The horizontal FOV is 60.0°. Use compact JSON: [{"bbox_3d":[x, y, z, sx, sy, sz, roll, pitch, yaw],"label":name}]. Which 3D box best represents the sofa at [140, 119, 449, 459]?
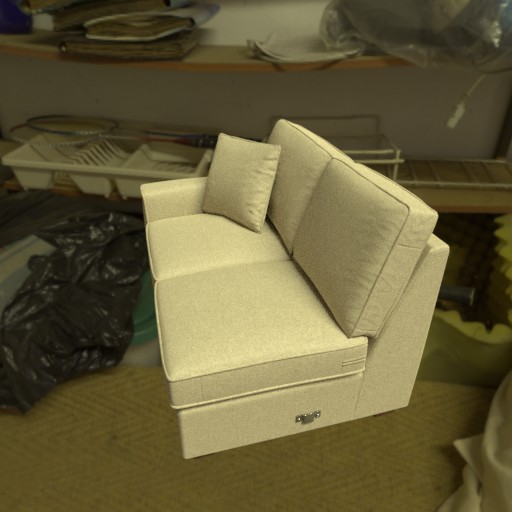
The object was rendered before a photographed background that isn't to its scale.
[{"bbox_3d":[0.000,0.000,2.087,0.991,0.989,1.388,-8,32,-13],"label":"sofa"}]
